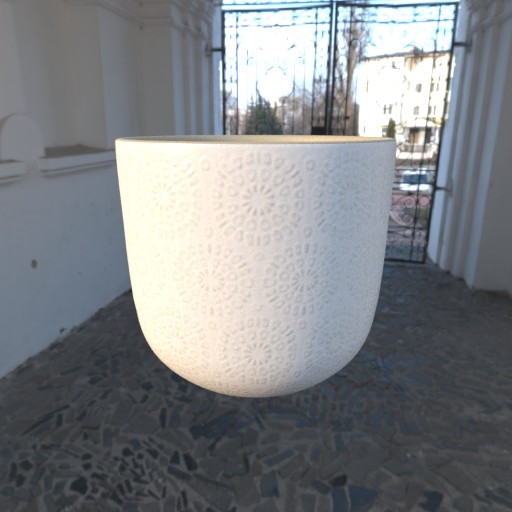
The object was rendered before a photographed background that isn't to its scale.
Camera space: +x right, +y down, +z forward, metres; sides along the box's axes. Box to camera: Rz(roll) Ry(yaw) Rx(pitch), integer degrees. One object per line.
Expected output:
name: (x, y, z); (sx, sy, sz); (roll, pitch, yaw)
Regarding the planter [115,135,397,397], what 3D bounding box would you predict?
planter: (0.000, 0.000, 0.368); (0.208, 0.190, 0.208); (0, 16, 0)
